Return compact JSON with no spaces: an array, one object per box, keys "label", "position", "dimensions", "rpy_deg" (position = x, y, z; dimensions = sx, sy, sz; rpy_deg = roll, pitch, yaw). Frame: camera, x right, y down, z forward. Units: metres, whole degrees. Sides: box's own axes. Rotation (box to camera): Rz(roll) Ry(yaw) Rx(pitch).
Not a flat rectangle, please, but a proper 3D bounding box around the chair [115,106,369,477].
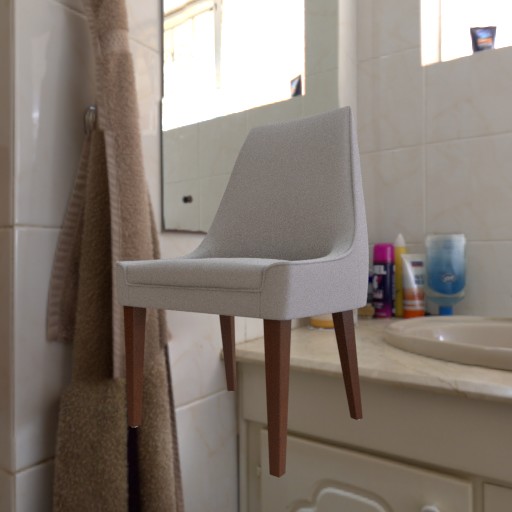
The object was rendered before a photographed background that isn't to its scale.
[{"label":"chair","position":[0.000,0.000,1.180],"dimensions":[0.529,0.861,0.544],"rpy_deg":[-1,-1,36]}]
